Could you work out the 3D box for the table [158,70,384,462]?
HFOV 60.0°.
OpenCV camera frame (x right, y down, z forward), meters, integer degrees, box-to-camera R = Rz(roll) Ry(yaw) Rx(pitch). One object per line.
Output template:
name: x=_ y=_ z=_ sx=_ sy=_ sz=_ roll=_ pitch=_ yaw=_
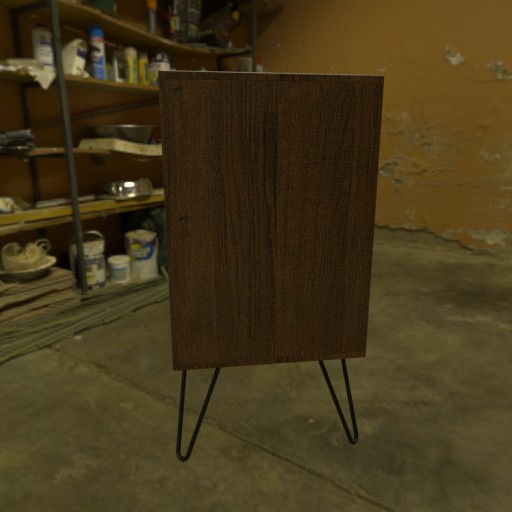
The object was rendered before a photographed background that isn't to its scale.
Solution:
table: x=0.000 y=0.000 z=1.219 sx=0.457 sy=0.866 sz=0.526 roll=-2 pitch=14 yaw=-8
